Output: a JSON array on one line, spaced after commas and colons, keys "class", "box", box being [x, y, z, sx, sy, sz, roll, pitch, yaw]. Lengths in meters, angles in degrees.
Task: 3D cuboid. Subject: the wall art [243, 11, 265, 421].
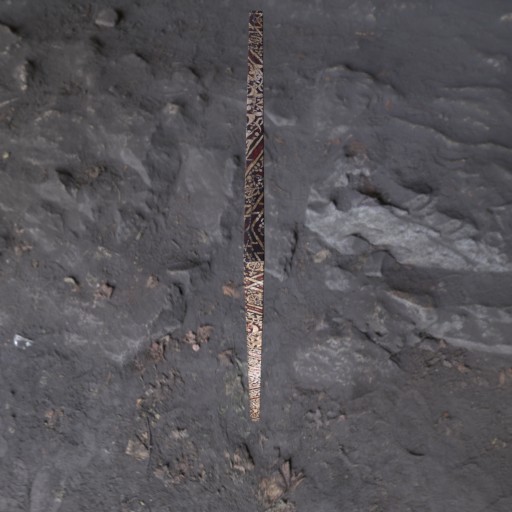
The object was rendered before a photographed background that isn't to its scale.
[{"class": "wall art", "box": [0.000, 0.000, 0.739, 0.020, 0.599, 0.397, 0, 57, 0]}]
